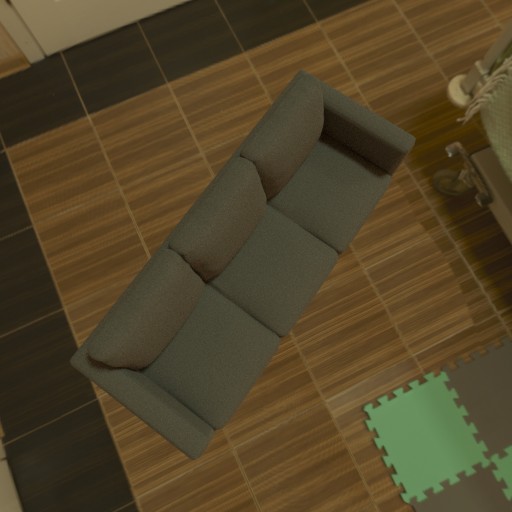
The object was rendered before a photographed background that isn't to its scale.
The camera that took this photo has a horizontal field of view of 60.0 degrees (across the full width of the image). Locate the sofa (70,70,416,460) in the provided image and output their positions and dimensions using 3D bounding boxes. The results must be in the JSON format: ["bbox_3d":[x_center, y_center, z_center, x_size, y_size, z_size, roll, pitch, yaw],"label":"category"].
[{"bbox_3d":[0.000,0.000,2.521,0.802,0.912,2.029,34,78,8],"label":"sofa"}]
